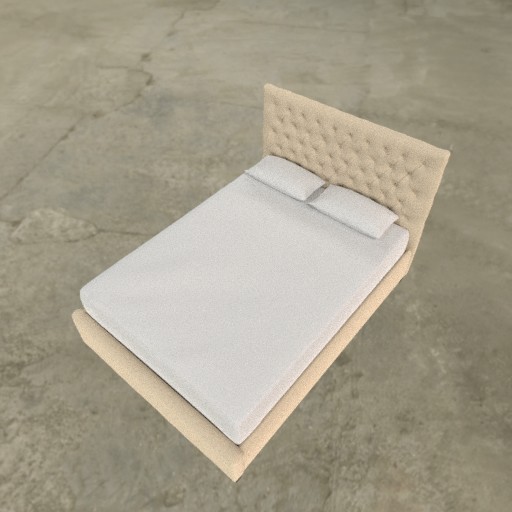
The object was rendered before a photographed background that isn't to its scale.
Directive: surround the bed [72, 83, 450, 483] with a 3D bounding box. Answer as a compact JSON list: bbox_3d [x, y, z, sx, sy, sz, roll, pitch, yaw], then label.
[{"bbox_3d":[0.000,0.000,3.412,1.698,1.427,2.387,31,54,26],"label":"bed"}]
